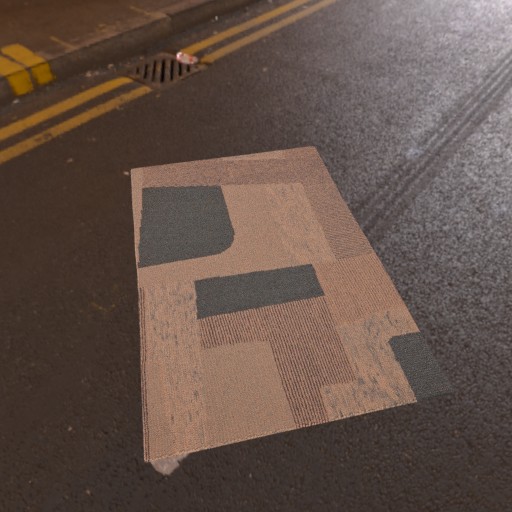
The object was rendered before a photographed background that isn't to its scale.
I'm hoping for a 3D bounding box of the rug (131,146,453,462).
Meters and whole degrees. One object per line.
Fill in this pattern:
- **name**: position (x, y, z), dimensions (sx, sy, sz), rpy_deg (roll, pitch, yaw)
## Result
- **rug**: position (0.000, 0.000, 2.321), dimensions (1.238, 0.020, 1.847), rpy_deg (-9, 47, -9)
